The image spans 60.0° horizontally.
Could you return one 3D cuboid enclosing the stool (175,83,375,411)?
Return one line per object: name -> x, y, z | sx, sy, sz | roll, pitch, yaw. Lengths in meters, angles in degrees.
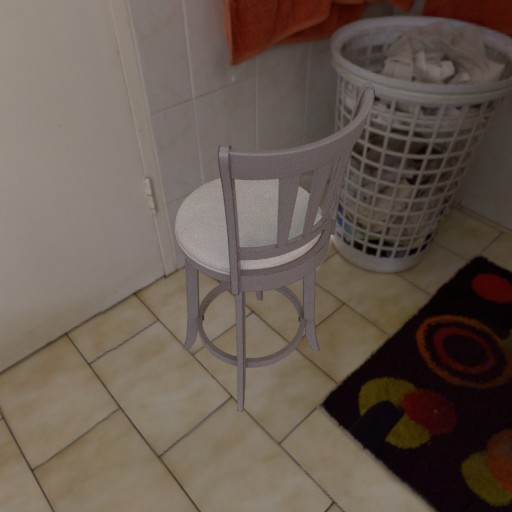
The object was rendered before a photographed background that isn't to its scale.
stool -> 0.000, 0.000, 1.323 | 0.436, 1.023, 0.475 | -31, 52, -28
